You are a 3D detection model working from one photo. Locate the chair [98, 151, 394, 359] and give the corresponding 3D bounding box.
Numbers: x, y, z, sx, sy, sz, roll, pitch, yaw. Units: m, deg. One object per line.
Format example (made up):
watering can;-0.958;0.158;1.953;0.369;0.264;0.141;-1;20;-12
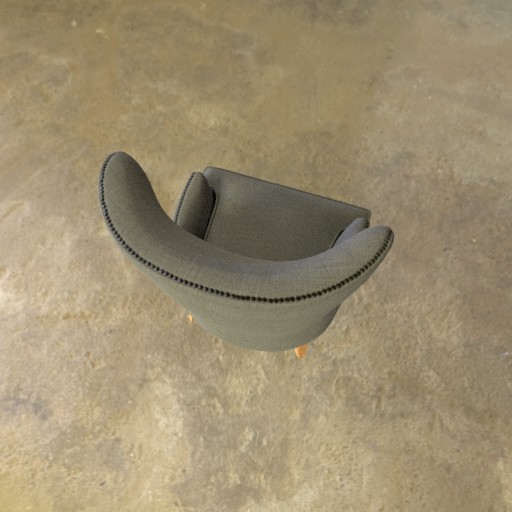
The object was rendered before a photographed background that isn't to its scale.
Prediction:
chair;0.000;0.000;1.798;0.864;1.176;0.883;17;63;9
